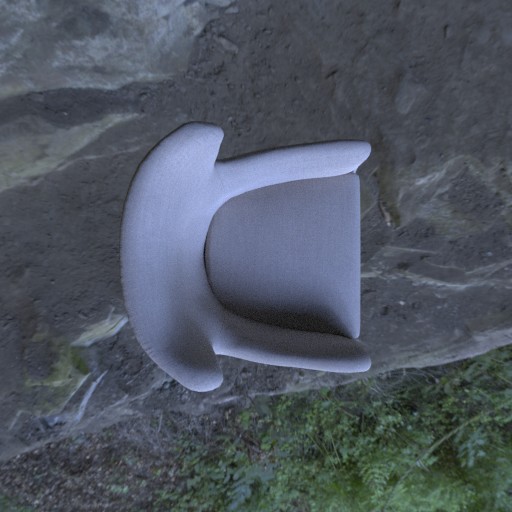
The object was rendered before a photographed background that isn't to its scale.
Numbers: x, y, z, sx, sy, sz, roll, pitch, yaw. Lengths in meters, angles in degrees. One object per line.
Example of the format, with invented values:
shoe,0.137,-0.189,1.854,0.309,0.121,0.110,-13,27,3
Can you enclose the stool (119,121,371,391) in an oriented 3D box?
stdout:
stool,0.000,0.000,1.371,0.563,1.034,0.556,0,90,0
